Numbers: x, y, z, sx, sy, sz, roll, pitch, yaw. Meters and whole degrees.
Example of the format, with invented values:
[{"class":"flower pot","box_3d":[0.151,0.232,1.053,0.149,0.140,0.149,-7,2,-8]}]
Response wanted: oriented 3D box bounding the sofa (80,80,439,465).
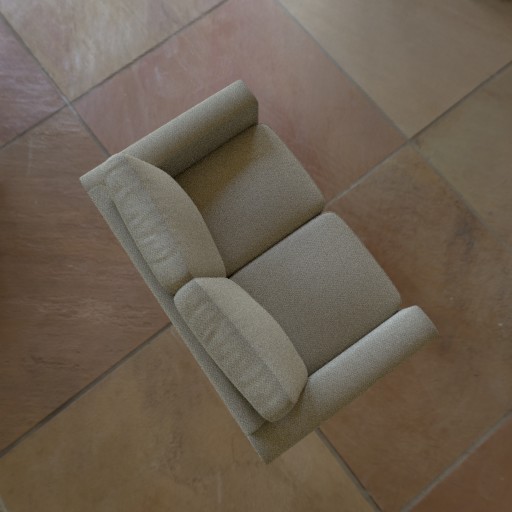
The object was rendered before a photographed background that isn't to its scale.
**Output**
[{"class":"sofa","box_3d":[0.000,0.000,2.221,1.016,0.873,1.616,-34,79,-7]}]
